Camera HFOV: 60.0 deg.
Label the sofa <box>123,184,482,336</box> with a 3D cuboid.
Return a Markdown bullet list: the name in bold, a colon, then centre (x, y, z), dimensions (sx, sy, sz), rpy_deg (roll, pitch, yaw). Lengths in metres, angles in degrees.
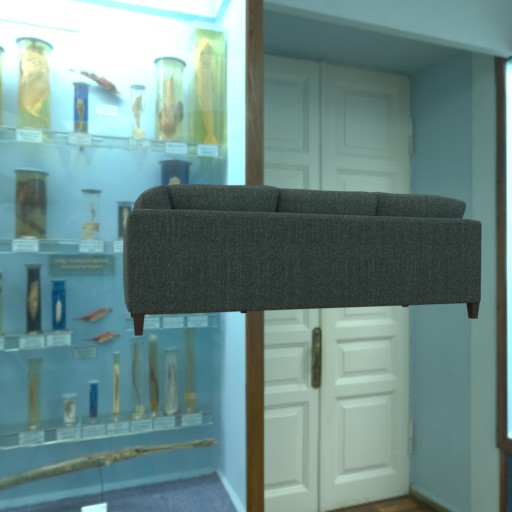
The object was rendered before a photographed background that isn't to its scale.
- **sofa**: centre (0.000, 0.000, 4.490), dimensions (2.593, 0.947, 3.302), rpy_deg (0, 0, -17)
